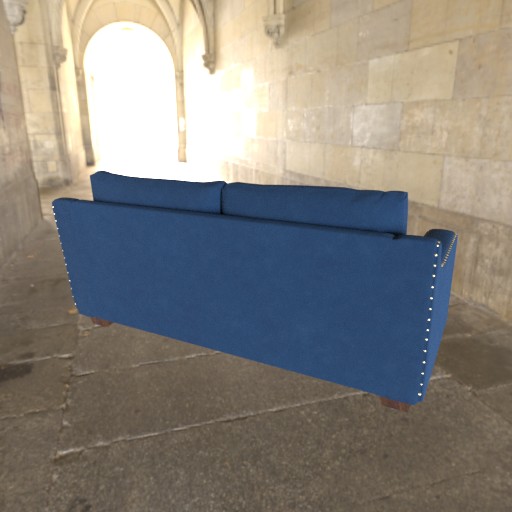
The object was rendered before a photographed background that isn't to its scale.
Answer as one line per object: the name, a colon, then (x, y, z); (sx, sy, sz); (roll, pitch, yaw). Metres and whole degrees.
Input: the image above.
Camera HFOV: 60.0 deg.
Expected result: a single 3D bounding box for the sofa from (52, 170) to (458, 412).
sofa: (0.000, 0.000, 2.644); (2.107, 0.983, 1.104); (9, 19, 27)
